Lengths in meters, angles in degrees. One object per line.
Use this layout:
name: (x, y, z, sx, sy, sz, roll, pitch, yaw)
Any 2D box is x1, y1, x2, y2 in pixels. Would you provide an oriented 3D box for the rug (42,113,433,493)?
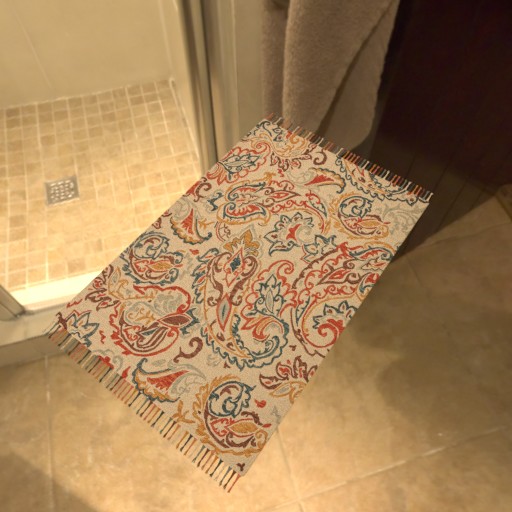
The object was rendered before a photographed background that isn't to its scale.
rug: (0.000, 0.000, 2.442, 1.218, 0.010, 1.997, 32, 64, 18)
